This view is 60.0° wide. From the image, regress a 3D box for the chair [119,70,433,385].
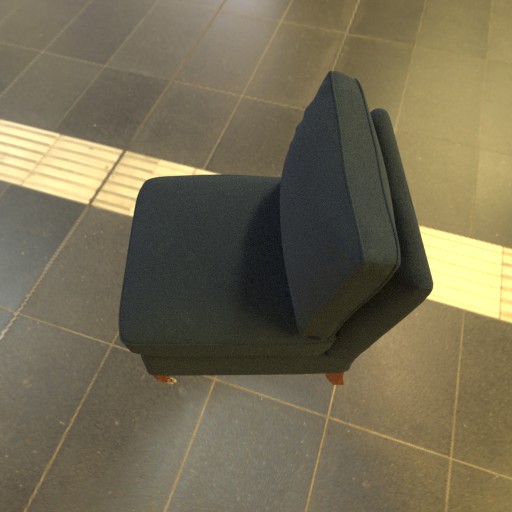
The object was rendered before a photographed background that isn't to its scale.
[{"bbox_3d":[0.000,0.000,1.620,0.912,1.052,0.724,-1,58,-1],"label":"chair"}]
